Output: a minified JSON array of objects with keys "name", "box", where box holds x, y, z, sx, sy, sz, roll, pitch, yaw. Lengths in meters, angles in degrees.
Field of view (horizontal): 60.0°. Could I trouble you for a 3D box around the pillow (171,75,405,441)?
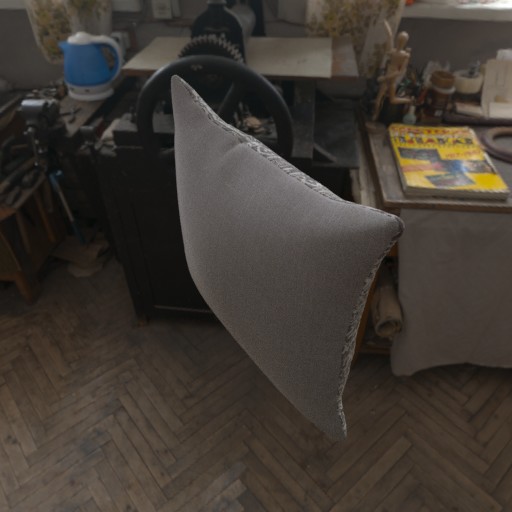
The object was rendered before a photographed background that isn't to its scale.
[{"name":"pillow","box":[0.000,0.000,0.790,0.180,0.487,0.546,-24,47,-25]}]
